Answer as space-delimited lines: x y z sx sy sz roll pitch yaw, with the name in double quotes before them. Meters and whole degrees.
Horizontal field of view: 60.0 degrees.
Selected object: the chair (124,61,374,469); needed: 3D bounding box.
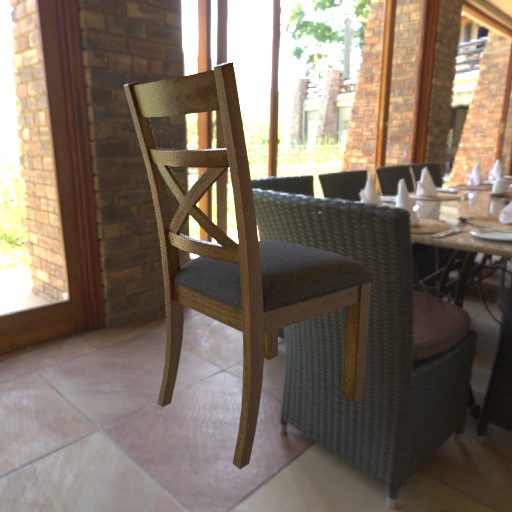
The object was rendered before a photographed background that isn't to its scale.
"chair" 0.000 0.000 1.297 0.581 0.949 0.470 -13 19 -41
